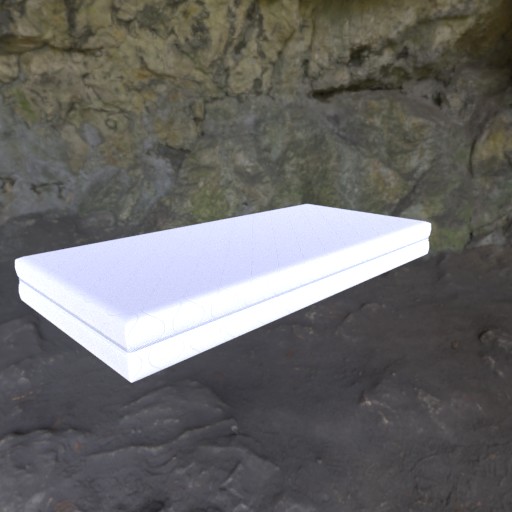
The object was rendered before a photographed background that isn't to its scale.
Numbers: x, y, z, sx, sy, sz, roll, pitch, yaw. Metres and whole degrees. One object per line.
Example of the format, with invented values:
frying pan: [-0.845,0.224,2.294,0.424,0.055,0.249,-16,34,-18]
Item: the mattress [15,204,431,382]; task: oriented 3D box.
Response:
mattress: [0.000,0.000,2.169,0.900,0.200,1.900,16,22,43]
